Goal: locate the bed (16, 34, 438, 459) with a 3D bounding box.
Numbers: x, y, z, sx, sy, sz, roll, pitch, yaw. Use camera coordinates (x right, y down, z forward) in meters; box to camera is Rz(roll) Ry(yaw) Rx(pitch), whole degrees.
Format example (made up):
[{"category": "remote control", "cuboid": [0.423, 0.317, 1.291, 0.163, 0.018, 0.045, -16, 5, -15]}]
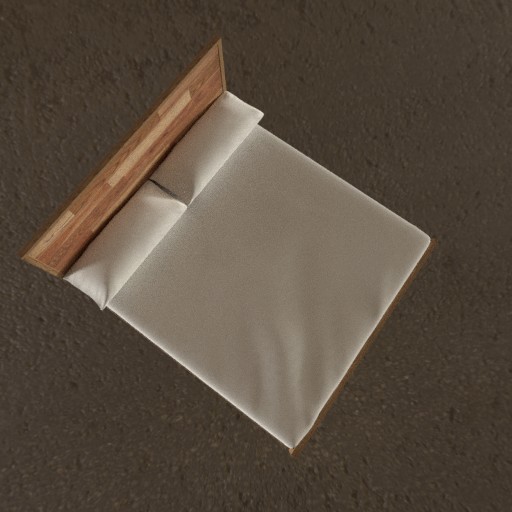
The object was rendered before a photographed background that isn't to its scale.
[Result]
[{"category": "bed", "cuboid": [0.000, 0.000, 3.389, 2.184, 1.295, 2.013, 35, 78, 9]}]
